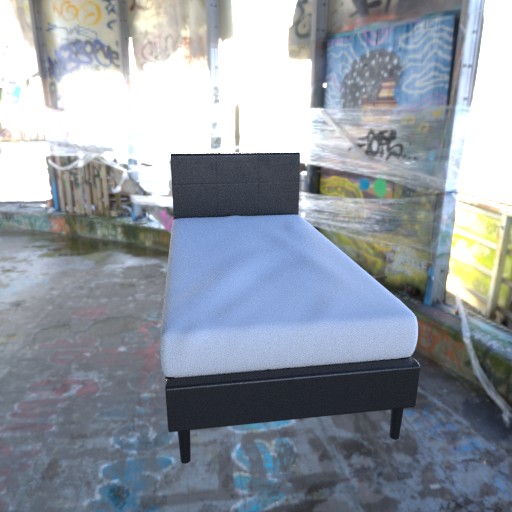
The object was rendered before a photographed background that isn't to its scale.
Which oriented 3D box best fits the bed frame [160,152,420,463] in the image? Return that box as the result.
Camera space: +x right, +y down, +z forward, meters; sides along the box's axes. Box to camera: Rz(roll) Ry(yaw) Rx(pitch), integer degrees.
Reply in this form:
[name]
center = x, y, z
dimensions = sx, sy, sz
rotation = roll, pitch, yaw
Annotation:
[bed frame]
center = 0.000, 0.000, 2.505
dimensions = 1.038, 1.046, 2.152
rotation = -3, 18, -8
